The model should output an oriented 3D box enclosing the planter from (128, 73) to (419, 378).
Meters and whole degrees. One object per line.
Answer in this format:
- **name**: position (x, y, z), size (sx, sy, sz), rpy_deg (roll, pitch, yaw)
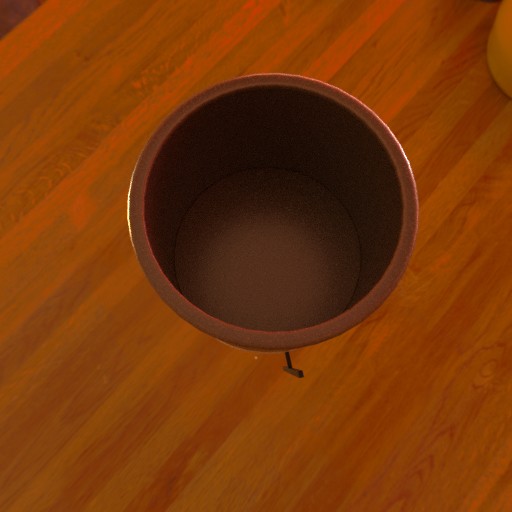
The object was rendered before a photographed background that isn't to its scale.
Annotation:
- **planter**: position (0.000, 0.000, 0.521), size (0.260, 0.353, 0.250), rpy_deg (11, 77, 3)
